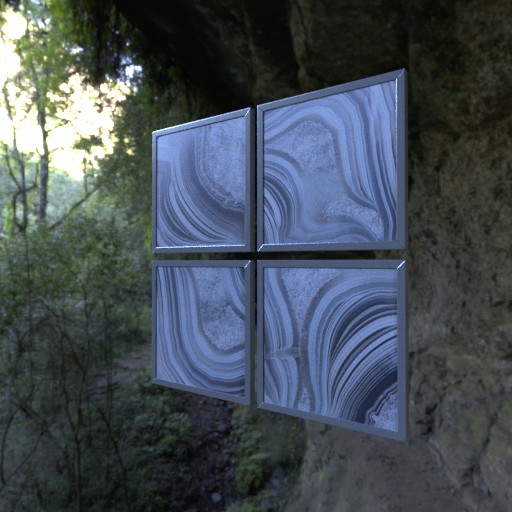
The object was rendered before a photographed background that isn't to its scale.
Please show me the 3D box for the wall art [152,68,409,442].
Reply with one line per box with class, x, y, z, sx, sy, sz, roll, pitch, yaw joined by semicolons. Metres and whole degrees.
wall art;0.000;0.000;1.661;1.118;1.118;0.029;-1;-1;36
